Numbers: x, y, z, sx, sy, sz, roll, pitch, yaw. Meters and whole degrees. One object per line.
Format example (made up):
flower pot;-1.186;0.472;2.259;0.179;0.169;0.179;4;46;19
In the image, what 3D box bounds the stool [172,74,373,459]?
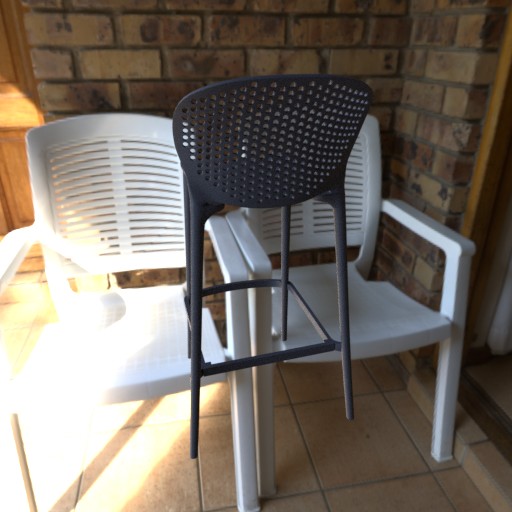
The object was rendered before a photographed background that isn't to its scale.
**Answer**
stool;0.000;0.000;1.331;0.536;1.045;0.535;-8;27;-15
